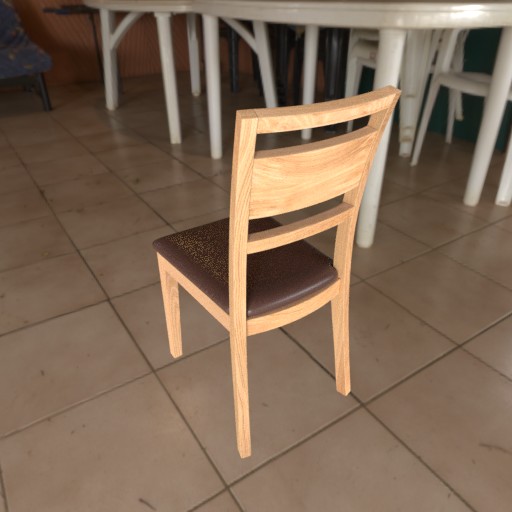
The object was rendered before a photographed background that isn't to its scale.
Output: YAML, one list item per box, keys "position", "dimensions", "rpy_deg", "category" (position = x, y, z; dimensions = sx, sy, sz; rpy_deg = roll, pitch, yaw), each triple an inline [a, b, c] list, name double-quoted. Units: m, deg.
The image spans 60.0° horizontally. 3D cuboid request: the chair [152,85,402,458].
- position: [0.000, 0.000, 1.248]
  dimensions: [0.420, 0.940, 0.545]
  rpy_deg: [-20, 37, -29]
  category: "chair"
